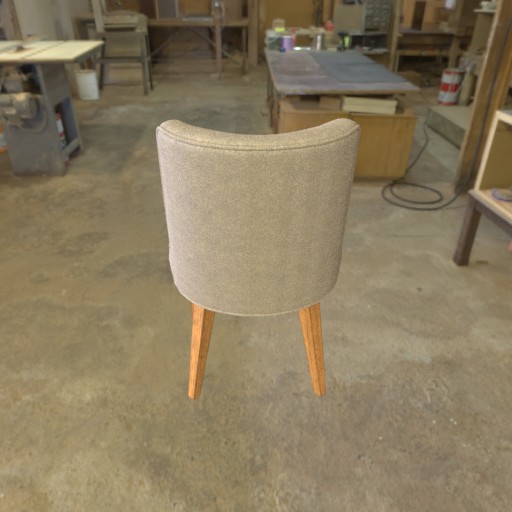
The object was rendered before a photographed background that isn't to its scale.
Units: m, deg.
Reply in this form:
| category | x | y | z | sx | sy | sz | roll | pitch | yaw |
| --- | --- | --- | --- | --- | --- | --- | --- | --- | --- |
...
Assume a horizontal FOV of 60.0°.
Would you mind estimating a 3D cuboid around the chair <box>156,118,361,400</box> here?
| category | x | y | z | sx | sy | sz | roll | pitch | yaw |
| --- | --- | --- | --- | --- | --- | --- | --- | --- | --- |
| chair | 0.000 | 0.000 | 1.340 | 0.548 | 0.916 | 0.636 | -1 | 31 | -2 |
